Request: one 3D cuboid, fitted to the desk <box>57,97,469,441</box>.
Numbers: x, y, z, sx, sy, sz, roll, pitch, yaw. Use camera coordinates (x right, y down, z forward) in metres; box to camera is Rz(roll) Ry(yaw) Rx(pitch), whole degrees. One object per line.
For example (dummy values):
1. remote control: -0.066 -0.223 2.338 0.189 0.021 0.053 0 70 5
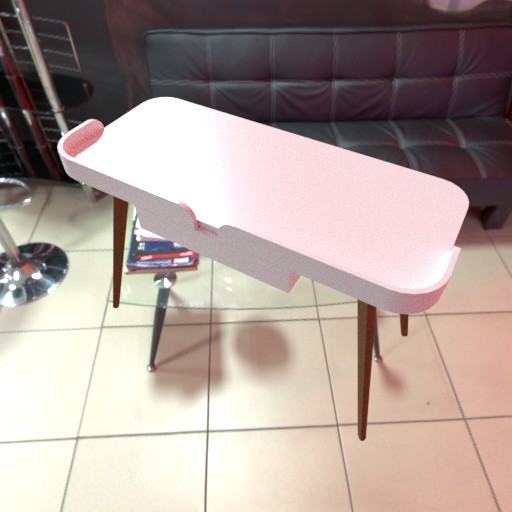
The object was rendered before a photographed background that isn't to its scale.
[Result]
1. desk: 0.000 0.000 1.599 1.206 0.807 0.534 23 51 20
